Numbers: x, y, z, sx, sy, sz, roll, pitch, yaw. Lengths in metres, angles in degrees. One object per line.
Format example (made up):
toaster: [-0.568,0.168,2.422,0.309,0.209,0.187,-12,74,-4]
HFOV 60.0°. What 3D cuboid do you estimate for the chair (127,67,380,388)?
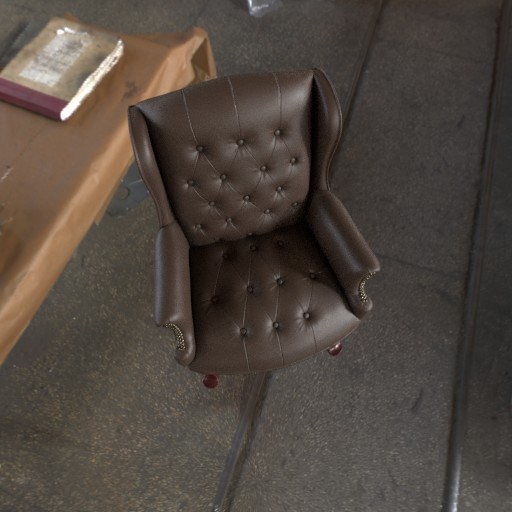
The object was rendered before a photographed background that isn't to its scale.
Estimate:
chair: [0.000,0.000,1.745,0.829,1.132,0.819,-13,64,-7]
